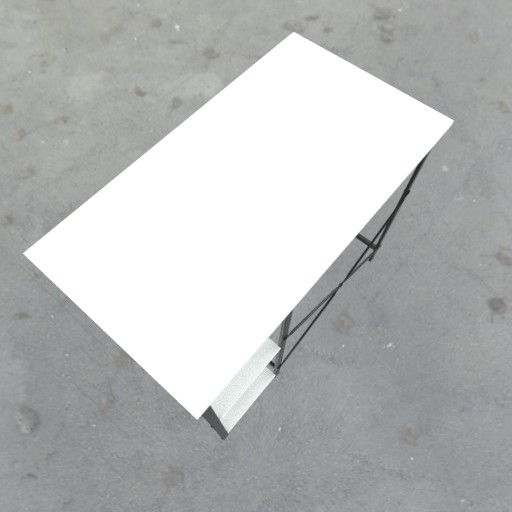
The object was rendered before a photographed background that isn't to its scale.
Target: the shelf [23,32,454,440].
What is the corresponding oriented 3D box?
[{"bbox_3d":[0.000,0.000,1.333,0.498,0.750,0.902,37,69,17],"label":"shelf"}]
